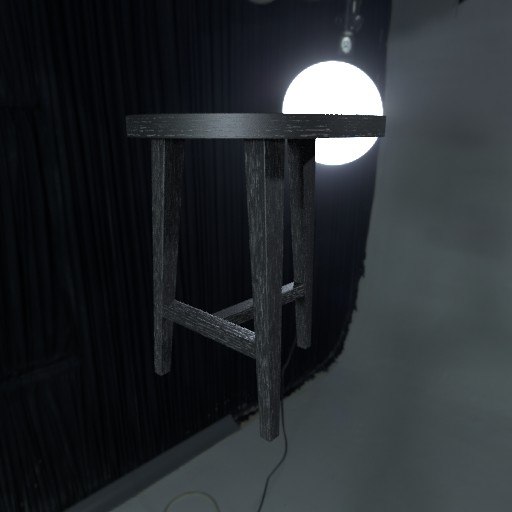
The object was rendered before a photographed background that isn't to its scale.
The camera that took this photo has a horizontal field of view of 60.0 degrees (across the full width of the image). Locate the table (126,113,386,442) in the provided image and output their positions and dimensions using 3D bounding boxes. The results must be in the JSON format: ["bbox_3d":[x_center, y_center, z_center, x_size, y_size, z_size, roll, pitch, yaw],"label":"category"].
[{"bbox_3d":[0.000,0.000,0.768,0.399,0.460,0.399,0,16,0],"label":"table"}]
